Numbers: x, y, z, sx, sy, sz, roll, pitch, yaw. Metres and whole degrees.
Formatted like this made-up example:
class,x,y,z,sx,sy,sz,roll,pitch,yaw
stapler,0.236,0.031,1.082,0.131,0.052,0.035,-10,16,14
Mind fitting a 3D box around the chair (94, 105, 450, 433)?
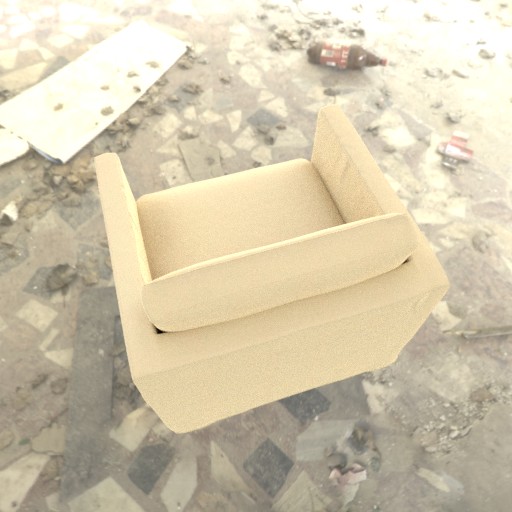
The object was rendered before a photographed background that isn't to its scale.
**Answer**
class,x,y,z,sx,sy,sz,roll,pitch,yaw
chair,0.000,0.000,1.778,1.057,0.851,0.947,-15,58,-10
